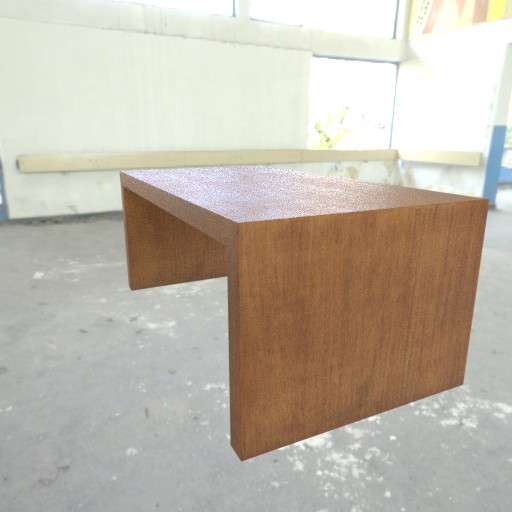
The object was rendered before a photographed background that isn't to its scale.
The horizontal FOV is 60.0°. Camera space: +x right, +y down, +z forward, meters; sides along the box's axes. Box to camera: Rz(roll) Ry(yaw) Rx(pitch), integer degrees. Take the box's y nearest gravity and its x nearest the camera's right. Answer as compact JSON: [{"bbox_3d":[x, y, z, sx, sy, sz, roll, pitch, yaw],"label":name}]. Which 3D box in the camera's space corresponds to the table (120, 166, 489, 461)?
[{"bbox_3d":[0.000,0.000,1.256,0.549,0.419,1.000,-8,17,-25],"label":"table"}]
